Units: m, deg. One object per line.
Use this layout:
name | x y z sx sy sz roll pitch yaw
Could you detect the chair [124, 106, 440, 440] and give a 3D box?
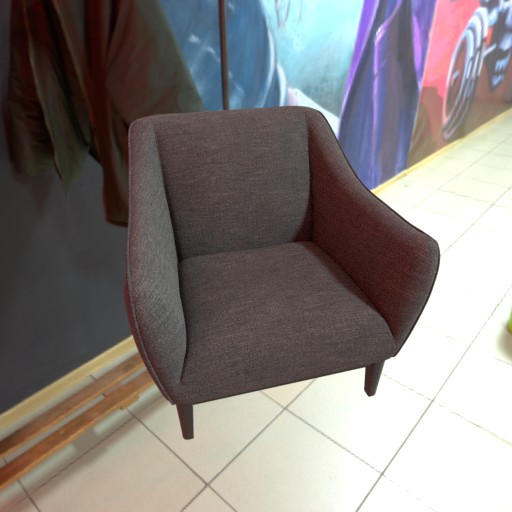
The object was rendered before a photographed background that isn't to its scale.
chair | 0.000 0.000 1.555 0.870 0.829 0.851 -8 33 -13
